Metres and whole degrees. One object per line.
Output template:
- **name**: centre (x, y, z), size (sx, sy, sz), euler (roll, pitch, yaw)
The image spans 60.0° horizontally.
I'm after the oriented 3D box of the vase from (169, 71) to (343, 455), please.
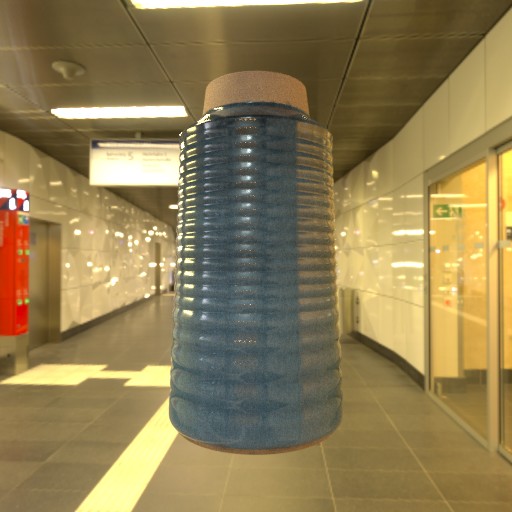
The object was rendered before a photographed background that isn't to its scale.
- **vase**: centre (0.000, 0.000, 0.424), size (0.163, 0.316, 0.163), euler (0, -1, 0)
